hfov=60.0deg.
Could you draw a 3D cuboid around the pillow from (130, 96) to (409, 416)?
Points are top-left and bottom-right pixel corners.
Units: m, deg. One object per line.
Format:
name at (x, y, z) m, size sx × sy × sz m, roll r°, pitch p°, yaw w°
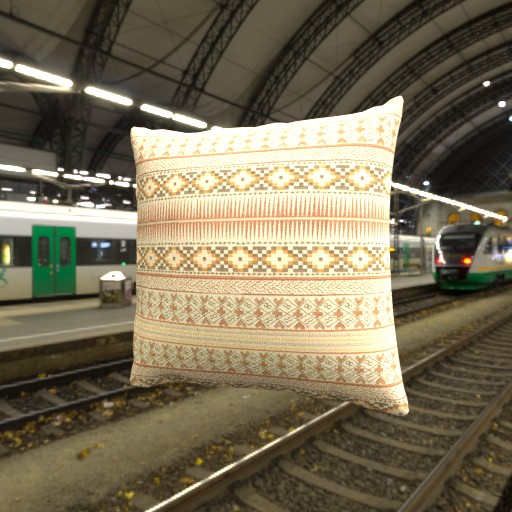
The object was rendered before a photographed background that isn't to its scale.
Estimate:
pillow at (0.000, 0.000, 0.798) m, size 0.521 × 0.519 × 0.215 m, roll 0°, pitch 0°, yaw 18°
